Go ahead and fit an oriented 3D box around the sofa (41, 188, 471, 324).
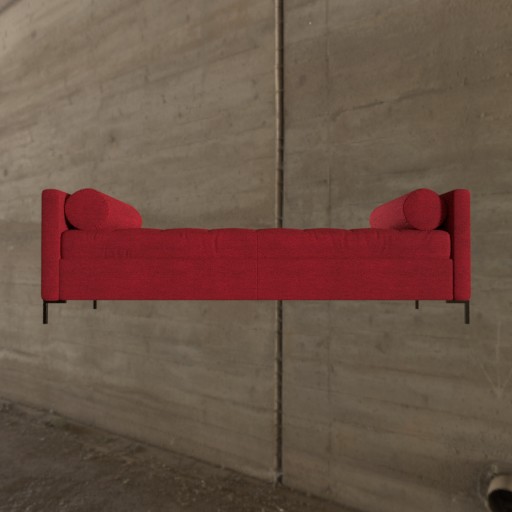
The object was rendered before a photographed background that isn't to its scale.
[{"bbox_3d":[0.000,0.000,2.371,1.981,0.635,0.686,0,-1,0],"label":"sofa"}]
